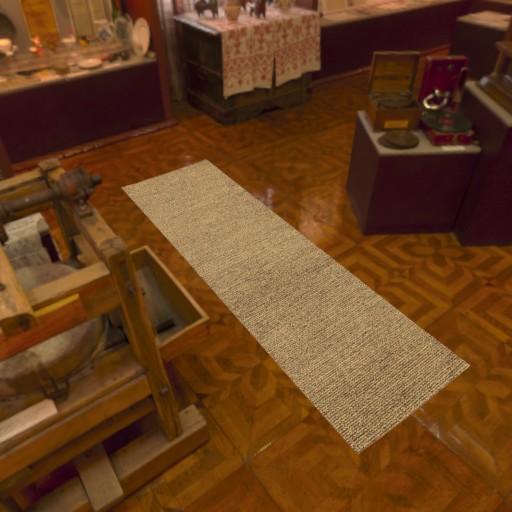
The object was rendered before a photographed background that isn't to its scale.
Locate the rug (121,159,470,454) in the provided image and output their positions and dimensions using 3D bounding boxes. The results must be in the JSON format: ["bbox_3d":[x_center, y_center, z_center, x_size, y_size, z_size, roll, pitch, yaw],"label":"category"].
[{"bbox_3d":[0.000,0.000,2.540,0.697,0.013,2.335,-24,46,-26],"label":"rug"}]
